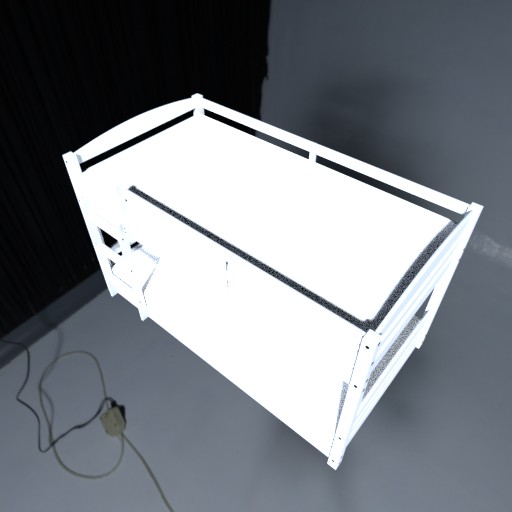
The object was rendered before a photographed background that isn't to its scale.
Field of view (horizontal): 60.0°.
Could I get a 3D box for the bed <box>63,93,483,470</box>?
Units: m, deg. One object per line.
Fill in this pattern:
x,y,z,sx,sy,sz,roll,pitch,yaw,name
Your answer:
0.000,0.000,2.737,2.013,1.206,1.105,30,52,28,bed
